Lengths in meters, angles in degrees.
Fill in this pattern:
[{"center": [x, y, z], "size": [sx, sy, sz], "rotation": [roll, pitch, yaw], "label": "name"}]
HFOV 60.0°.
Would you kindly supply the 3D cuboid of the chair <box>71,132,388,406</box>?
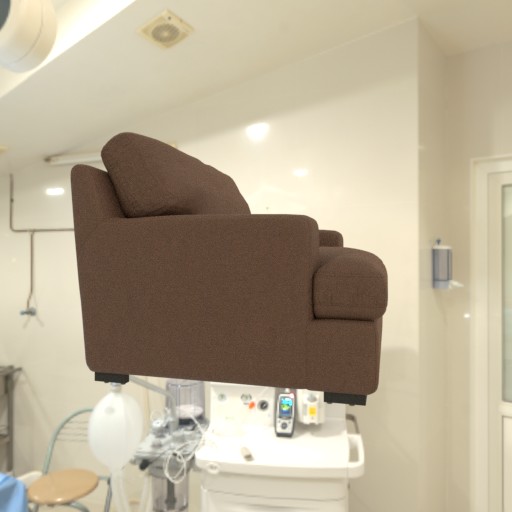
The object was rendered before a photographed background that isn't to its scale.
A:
[{"center": [0.000, 0.000, 2.005], "size": [1.143, 0.940, 1.168], "rotation": [0, 0, 16], "label": "chair"}]
